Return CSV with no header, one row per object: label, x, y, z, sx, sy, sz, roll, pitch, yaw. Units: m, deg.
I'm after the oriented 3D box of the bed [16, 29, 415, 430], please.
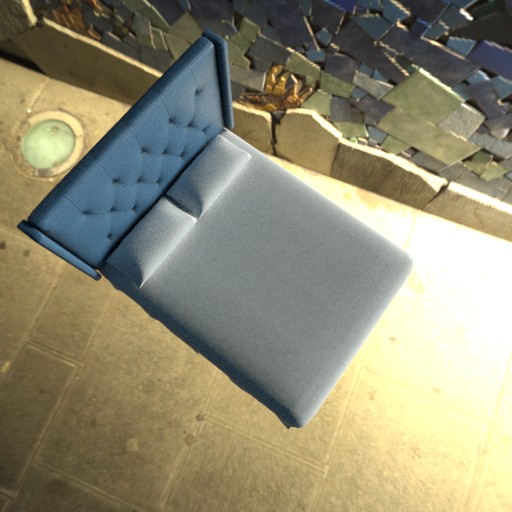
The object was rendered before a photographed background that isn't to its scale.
bed,0.000,0.000,3.270,2.078,1.665,1.719,36,77,10
